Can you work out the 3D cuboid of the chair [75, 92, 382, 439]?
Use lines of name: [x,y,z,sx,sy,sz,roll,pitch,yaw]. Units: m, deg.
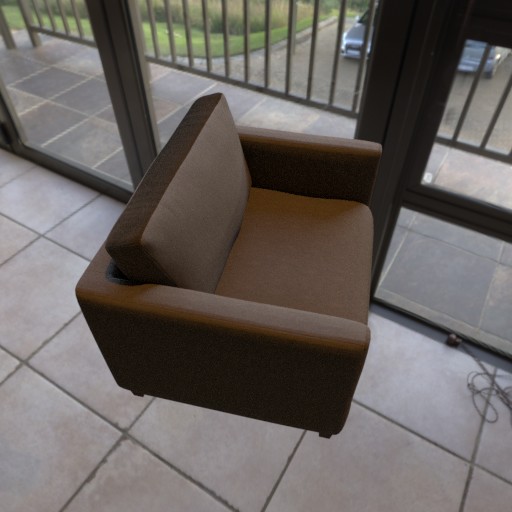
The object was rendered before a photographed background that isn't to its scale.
chair: [0.000,0.000,1.857,0.959,0.963,1.107,9,47,9]
